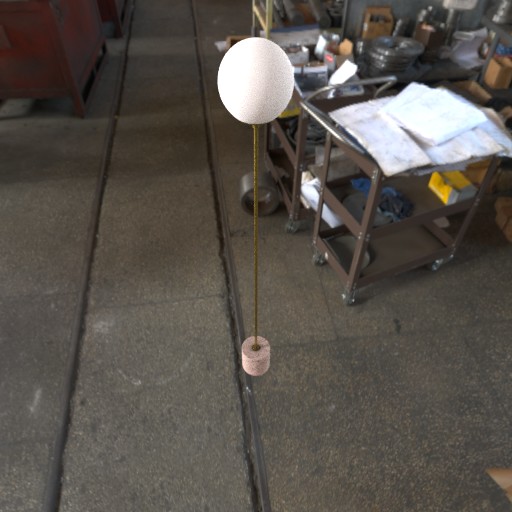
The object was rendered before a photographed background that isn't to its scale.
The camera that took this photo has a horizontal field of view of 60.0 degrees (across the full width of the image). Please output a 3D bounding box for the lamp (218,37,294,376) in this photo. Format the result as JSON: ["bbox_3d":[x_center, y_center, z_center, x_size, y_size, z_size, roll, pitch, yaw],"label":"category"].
[{"bbox_3d":[0.000,0.000,1.876,0.229,1.748,0.229,-32,54,-27],"label":"lamp"}]
